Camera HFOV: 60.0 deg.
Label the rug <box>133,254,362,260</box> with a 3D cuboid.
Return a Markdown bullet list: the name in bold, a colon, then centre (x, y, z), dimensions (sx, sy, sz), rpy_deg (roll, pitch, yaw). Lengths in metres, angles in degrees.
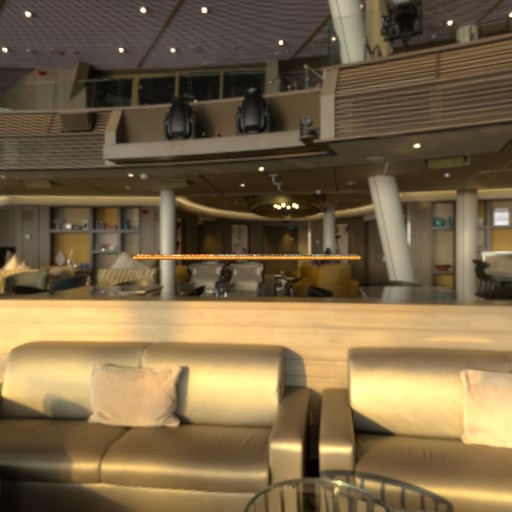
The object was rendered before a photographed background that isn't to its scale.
- **rug**: centre (0.000, 0.000, 1.976), dimensions (0.556, 0.013, 1.820), rpy_deg (0, 0, 1)
